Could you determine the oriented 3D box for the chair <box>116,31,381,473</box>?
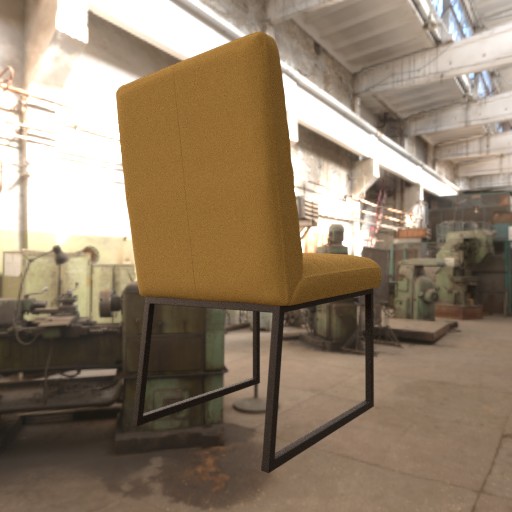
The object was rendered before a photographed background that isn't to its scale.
[{"bbox_3d":[0.000,0.000,1.286,0.520,0.930,0.634,-1,-1,38],"label":"chair"}]
